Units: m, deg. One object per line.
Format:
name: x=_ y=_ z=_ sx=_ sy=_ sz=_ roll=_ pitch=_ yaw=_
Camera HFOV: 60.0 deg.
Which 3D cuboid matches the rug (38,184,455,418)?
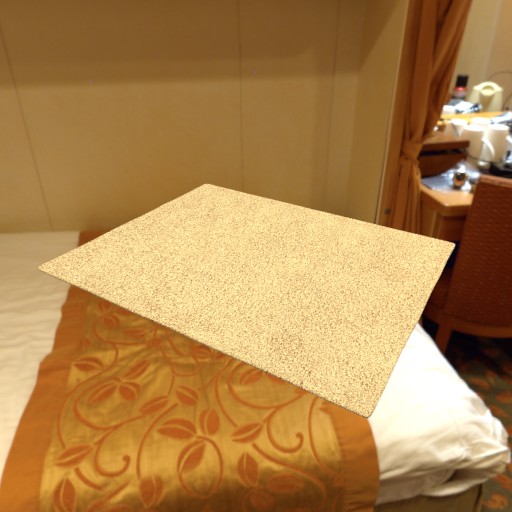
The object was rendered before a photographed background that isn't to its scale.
rug: x=0.000 y=0.000 z=4.102 sx=3.047 sy=0.029 sz=2.438 roll=17 pitch=34 yaw=27
